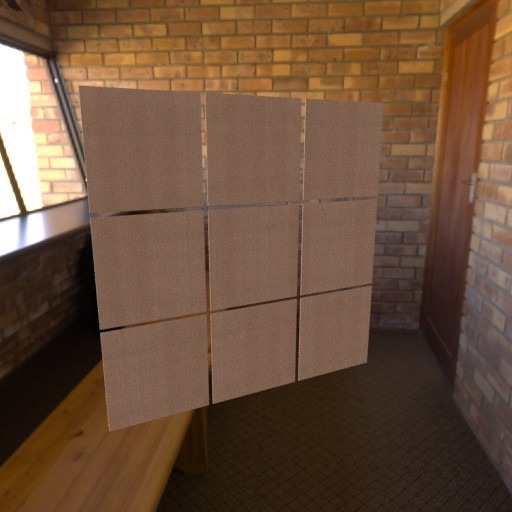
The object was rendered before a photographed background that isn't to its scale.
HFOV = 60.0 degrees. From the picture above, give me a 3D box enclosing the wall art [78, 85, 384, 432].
[{"bbox_3d":[0.000,0.000,2.200,1.517,1.505,0.002,-7,15,-26],"label":"wall art"}]
